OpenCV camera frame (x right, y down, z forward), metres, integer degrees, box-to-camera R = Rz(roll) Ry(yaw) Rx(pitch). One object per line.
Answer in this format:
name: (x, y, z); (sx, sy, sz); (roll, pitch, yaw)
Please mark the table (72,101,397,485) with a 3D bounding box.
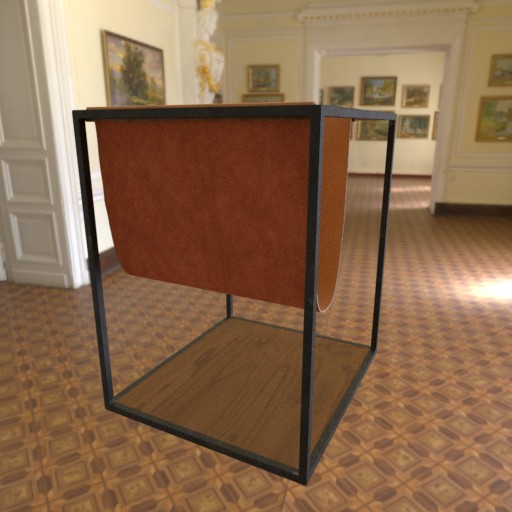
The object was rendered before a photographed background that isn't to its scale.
table: (0.000, 0.000, 0.852); (0.399, 0.536, 0.450); (8, 18, 26)
